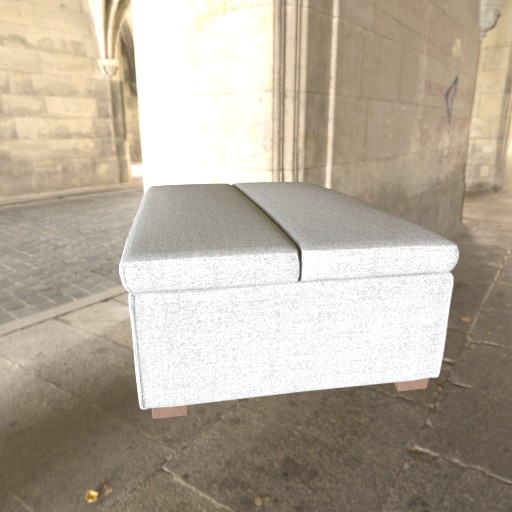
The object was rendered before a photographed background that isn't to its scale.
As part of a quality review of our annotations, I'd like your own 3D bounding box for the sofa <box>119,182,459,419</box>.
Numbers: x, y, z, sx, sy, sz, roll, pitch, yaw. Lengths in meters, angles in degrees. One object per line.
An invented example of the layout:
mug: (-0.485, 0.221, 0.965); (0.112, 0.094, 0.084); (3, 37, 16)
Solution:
sofa: (0.000, 0.000, 1.616); (0.817, 0.434, 1.250); (-3, 16, -10)
